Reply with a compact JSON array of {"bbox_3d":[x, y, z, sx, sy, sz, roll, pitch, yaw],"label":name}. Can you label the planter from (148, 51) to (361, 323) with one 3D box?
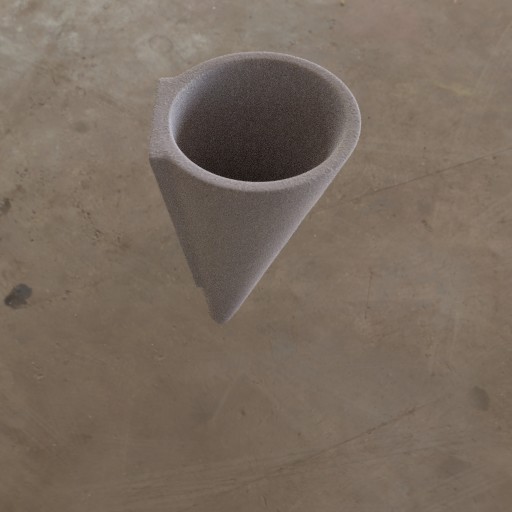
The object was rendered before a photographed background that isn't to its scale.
[{"bbox_3d":[0.000,0.000,0.298,0.087,0.259,0.078,0,63,0],"label":"planter"}]
